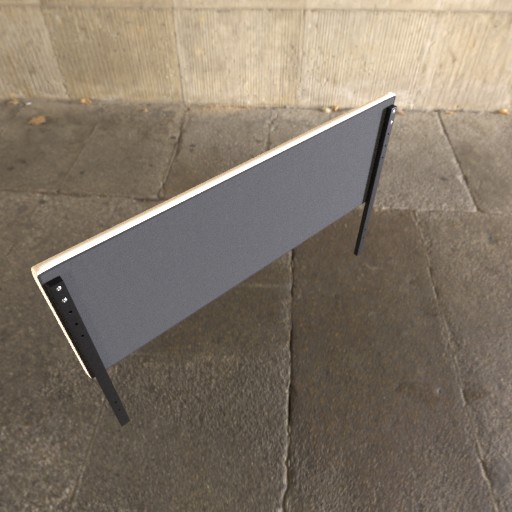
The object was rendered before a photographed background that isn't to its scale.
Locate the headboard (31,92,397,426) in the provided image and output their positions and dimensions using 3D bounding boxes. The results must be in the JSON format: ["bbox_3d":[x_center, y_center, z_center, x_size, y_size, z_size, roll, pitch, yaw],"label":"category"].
[{"bbox_3d":[0.000,0.000,2.808,2.362,1.410,0.120,-32,54,-27],"label":"headboard"}]
